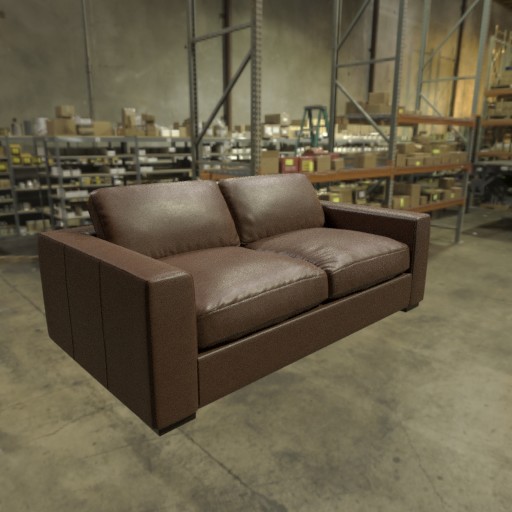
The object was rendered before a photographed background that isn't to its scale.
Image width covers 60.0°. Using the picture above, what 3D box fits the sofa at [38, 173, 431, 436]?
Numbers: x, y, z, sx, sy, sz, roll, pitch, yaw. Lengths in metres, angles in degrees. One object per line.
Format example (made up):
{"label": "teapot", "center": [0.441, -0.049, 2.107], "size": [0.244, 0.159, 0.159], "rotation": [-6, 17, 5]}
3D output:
{"label": "sofa", "center": [0.000, 0.000, 2.418], "size": [1.920, 0.800, 1.070], "rotation": [-13, 20, -41]}
